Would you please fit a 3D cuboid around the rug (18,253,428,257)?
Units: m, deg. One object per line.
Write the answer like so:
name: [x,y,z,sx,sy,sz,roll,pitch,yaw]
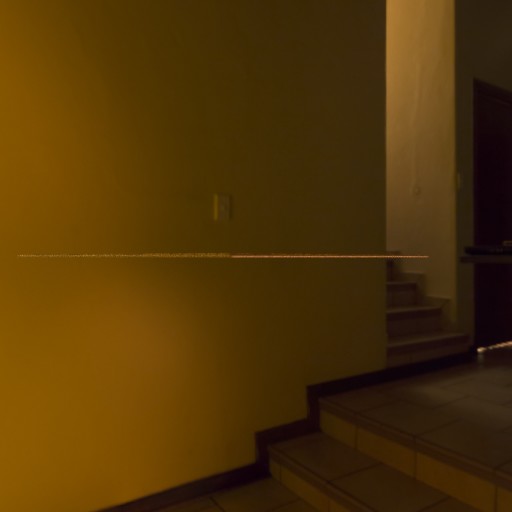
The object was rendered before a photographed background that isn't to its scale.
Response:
rug: [0.000,0.000,2.278,1.206,0.012,1.824,0,0,37]
